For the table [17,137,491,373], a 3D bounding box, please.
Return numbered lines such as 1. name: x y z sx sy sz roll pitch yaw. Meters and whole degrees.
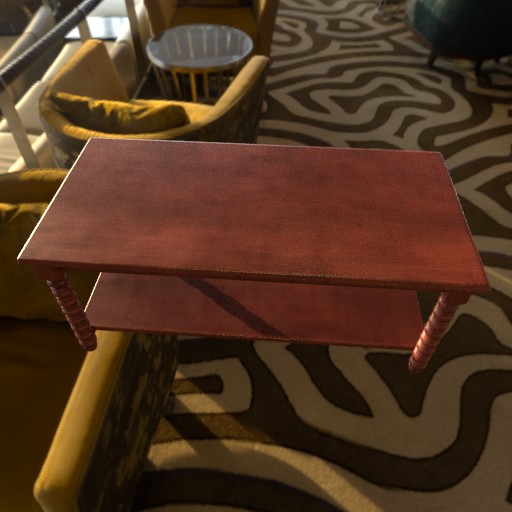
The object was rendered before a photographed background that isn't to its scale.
1. table: 0.000 0.000 1.452 1.171 0.485 0.580 3 47 3
